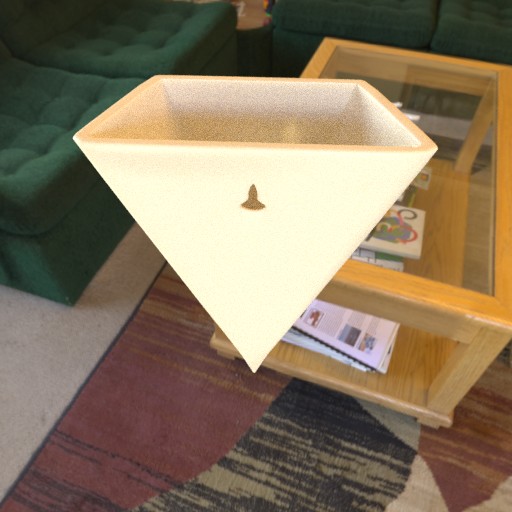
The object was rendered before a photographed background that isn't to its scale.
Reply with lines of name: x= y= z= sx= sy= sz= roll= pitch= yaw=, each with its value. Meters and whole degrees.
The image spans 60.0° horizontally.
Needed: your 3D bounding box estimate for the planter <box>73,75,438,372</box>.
planter: x=0.000 y=0.000 z=0.271 sx=0.150 sy=0.197 sz=0.060 roll=2 pitch=48 yaw=2
